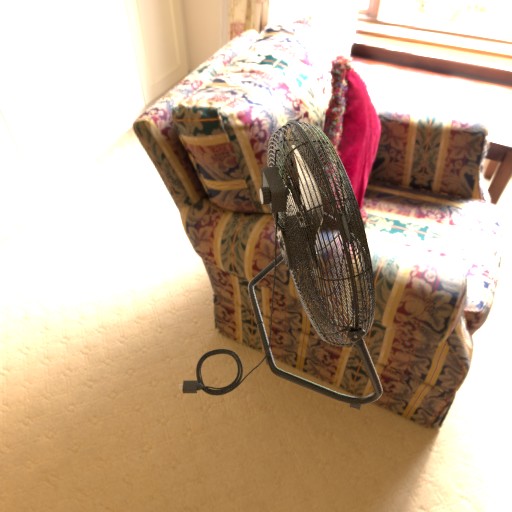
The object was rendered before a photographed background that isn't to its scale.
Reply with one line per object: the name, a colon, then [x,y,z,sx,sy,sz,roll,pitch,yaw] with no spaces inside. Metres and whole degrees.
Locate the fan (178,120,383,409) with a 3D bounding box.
fan: [0.000,0.000,0.950,0.424,0.546,0.555,-9,47,-9]
